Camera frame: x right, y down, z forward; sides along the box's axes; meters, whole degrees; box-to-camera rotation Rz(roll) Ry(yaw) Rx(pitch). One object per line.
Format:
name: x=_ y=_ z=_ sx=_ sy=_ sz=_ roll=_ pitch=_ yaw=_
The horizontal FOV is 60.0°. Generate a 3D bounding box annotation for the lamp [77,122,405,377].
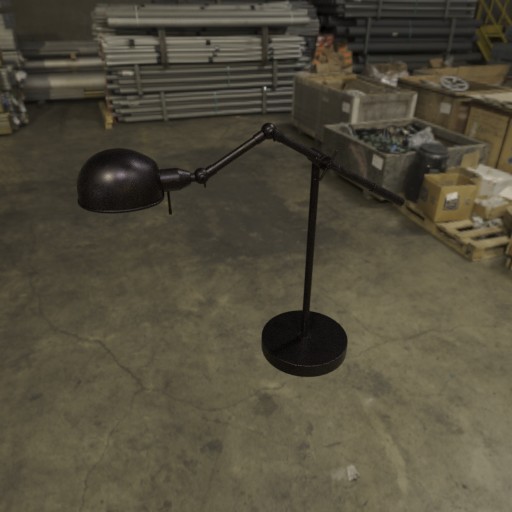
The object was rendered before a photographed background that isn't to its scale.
lamp: x=0.000 y=0.000 z=0.824 sx=0.567 sy=0.495 sz=0.185 roll=-9 pitch=31 yaw=-15
